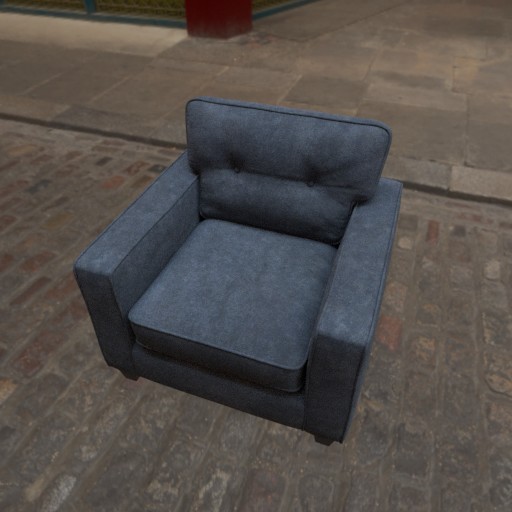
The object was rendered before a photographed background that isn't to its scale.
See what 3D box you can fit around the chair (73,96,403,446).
[{"bbox_3d":[0.000,0.000,1.771,1.015,0.965,0.939,13,43,15],"label":"chair"}]
